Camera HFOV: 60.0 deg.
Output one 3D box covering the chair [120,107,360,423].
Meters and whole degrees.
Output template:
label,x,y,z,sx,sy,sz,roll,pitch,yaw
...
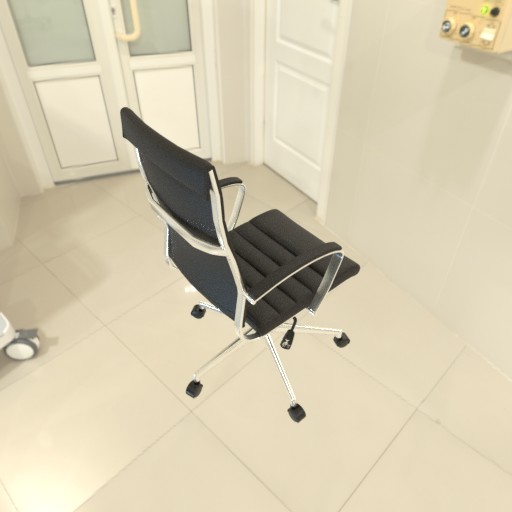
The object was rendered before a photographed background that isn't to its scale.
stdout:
label,x,y,z,sx,sy,sz,roll,pitch,yaw
chair,0.000,0.000,1.644,0.739,1.149,0.766,-28,48,-28
